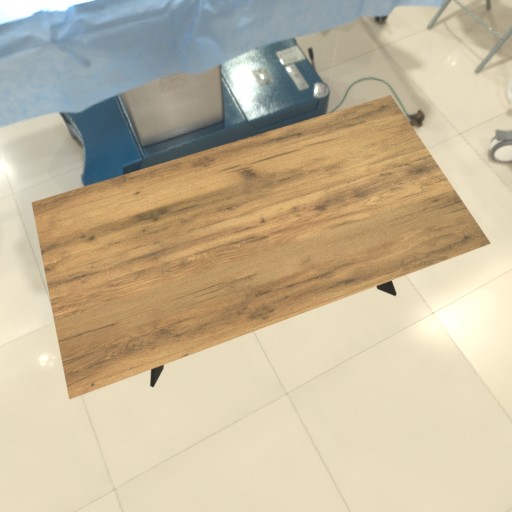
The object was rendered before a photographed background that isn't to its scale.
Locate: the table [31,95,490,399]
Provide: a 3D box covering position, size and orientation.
[{"bbox_3d":[0.000,0.000,2.495,2.000,0.770,1.000,-19,66,-9],"label":"table"}]
